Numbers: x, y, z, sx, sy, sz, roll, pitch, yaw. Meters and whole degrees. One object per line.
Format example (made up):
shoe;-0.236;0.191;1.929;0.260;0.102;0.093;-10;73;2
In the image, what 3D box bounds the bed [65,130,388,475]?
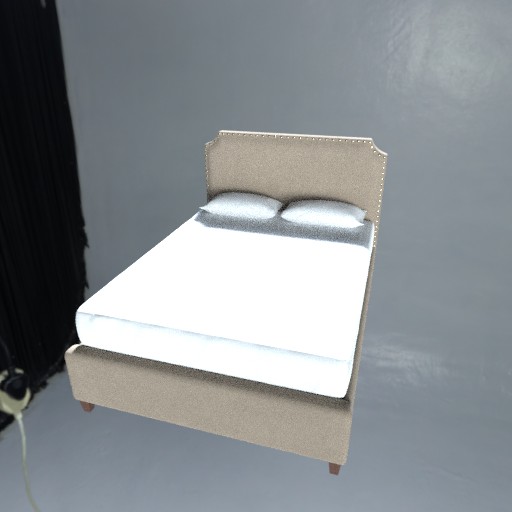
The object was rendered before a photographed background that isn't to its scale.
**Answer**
bed;0.000;0.000;3.319;1.703;1.415;2.329;7;26;15
